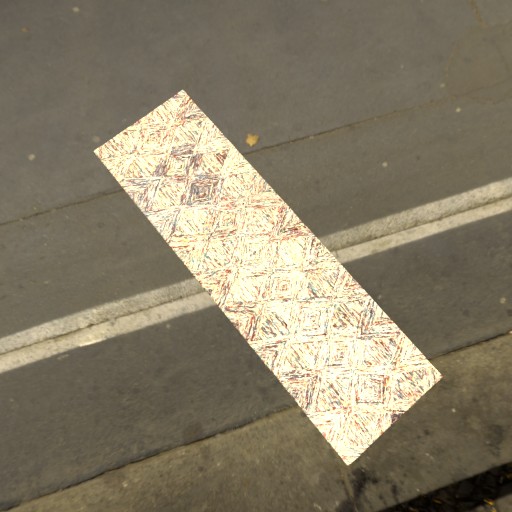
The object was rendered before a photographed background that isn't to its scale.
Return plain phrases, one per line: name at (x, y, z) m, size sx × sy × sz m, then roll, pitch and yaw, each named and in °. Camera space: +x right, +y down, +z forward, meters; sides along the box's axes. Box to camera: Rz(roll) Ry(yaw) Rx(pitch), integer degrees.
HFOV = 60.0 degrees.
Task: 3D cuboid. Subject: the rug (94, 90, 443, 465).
rug at (0.000, 0.000, 2.529) m, size 0.688 × 0.015 × 2.292 m, roll -38°, pitch 78°, yaw -10°
